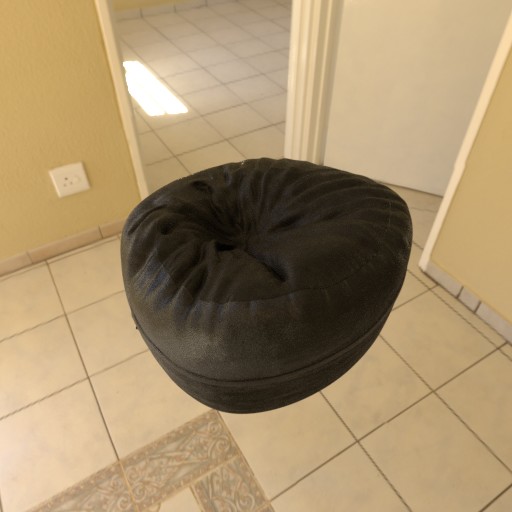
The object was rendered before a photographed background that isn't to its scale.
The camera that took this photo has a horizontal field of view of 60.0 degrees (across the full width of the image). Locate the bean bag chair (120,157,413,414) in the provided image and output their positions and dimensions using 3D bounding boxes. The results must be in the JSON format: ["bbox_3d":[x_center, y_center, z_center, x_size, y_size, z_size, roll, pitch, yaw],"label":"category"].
[{"bbox_3d":[0.000,0.000,2.445,1.524,0.878,1.524,-31,53,-27],"label":"bean bag chair"}]
